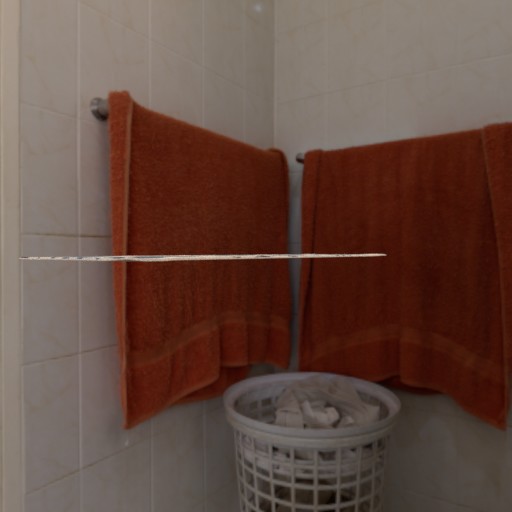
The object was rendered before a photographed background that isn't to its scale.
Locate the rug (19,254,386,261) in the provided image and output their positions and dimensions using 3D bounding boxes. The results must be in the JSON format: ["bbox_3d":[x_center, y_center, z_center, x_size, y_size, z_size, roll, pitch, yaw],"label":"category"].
[{"bbox_3d":[0.000,0.000,2.510,0.692,0.017,2.301,0,1,36],"label":"rug"}]
